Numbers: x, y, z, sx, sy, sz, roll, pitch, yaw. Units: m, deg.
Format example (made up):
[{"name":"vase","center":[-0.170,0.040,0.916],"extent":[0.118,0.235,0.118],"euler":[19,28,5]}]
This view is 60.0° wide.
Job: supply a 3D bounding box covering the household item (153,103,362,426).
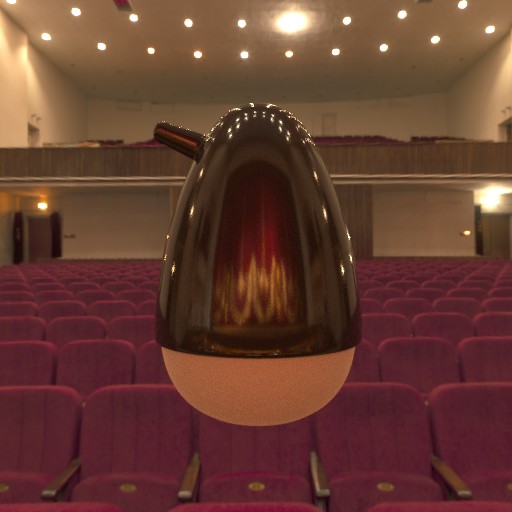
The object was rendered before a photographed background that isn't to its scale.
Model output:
[{"name":"household item","center":[0.000,0.000,0.223],"extent":[0.104,0.152,0.102],"euler":[0,-1,1]}]
